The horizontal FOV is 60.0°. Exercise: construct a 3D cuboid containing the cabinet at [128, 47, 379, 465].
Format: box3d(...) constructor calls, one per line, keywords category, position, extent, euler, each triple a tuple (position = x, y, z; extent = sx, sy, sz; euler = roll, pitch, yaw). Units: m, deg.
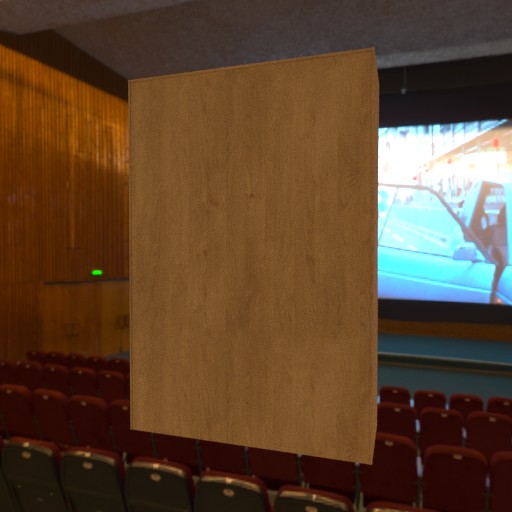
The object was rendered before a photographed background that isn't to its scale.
box3d(category="cabinet", position=(0.000, 0.000, 2.467), extent=(1.290, 1.910, 0.510), euler=(0, 1, 18))
